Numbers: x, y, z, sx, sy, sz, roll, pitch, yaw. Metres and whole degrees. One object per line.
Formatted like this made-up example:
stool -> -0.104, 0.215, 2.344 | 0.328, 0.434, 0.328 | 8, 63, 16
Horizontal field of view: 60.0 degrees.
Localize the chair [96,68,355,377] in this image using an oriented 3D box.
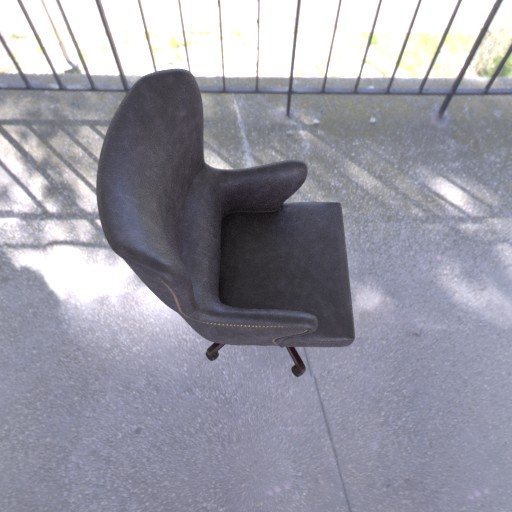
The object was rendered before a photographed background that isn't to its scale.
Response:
chair -> 0.000, 0.000, 1.453 | 0.717, 1.037, 0.594 | 0, 63, 0
